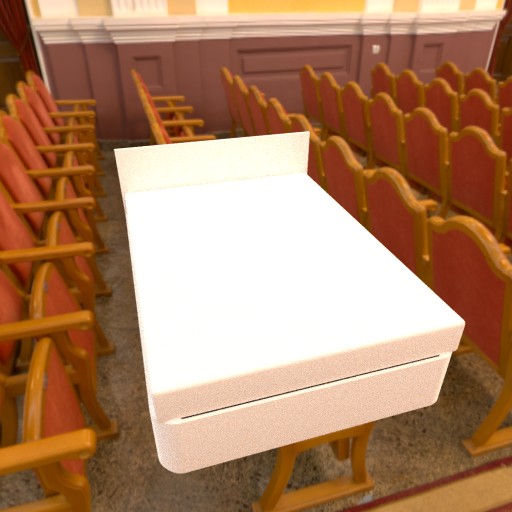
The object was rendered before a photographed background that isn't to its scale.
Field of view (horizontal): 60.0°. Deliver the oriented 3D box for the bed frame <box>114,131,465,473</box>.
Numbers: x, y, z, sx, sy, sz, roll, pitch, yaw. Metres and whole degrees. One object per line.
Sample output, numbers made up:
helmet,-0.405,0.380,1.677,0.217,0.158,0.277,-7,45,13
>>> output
bed frame,0.000,0.000,2.572,1.400,0.800,1.900,-9,33,-14
